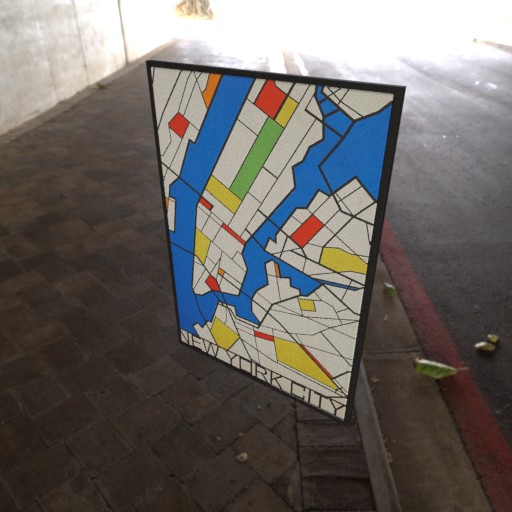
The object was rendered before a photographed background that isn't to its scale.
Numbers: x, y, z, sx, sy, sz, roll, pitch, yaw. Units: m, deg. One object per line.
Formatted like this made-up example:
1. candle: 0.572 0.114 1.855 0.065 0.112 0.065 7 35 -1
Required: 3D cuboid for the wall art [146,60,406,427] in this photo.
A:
1. wall art: 0.000 0.000 0.845 0.457 0.657 0.013 19 36 28
